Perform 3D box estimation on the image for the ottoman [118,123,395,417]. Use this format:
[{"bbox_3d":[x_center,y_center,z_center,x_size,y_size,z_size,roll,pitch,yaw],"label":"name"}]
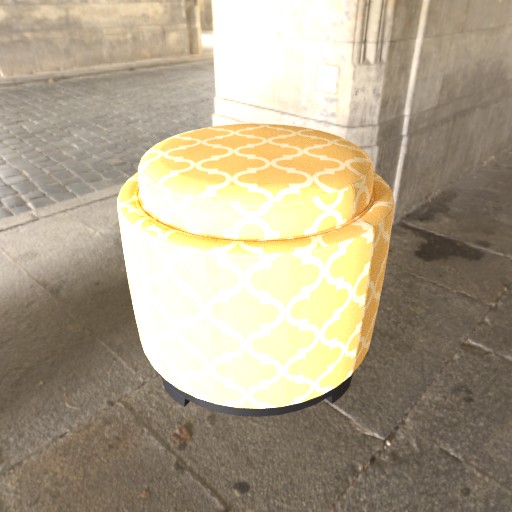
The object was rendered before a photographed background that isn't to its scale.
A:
[{"bbox_3d":[0.000,0.000,0.854,0.480,0.429,0.480,0,31,0],"label":"ottoman"}]
